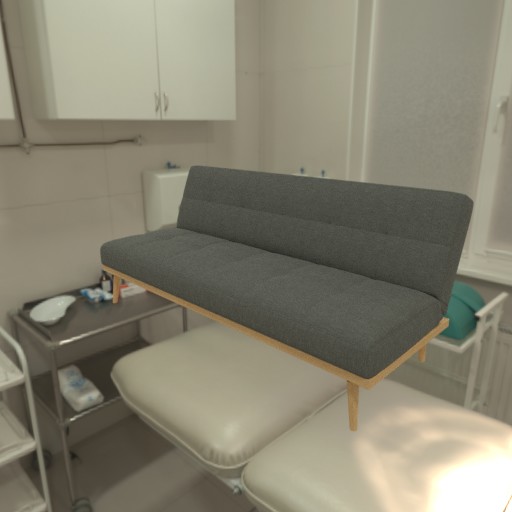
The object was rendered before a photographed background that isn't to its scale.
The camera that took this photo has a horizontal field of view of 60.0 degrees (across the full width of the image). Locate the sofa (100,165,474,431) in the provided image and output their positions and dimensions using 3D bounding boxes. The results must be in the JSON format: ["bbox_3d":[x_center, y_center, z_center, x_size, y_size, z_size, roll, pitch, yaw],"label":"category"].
[{"bbox_3d":[0.000,0.000,2.278,1.820,0.770,0.820,16,23,42],"label":"sofa"}]
